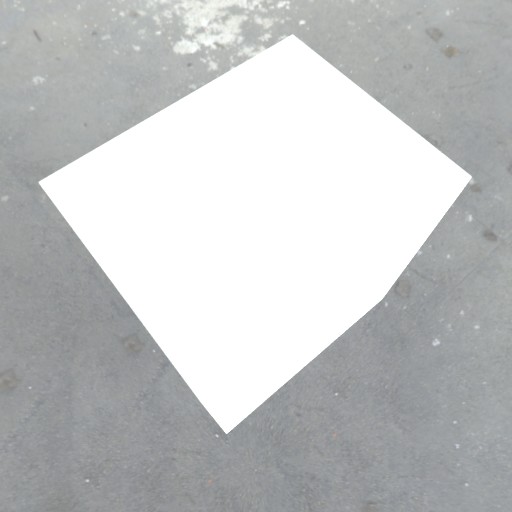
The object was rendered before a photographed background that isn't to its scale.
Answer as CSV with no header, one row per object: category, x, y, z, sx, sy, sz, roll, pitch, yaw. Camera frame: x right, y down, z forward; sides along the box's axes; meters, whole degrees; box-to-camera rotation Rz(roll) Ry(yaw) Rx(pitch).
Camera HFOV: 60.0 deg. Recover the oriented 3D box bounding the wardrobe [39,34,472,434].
wardrobe,0.000,0.000,0.887,0.500,0.520,0.400,-37,70,-16
